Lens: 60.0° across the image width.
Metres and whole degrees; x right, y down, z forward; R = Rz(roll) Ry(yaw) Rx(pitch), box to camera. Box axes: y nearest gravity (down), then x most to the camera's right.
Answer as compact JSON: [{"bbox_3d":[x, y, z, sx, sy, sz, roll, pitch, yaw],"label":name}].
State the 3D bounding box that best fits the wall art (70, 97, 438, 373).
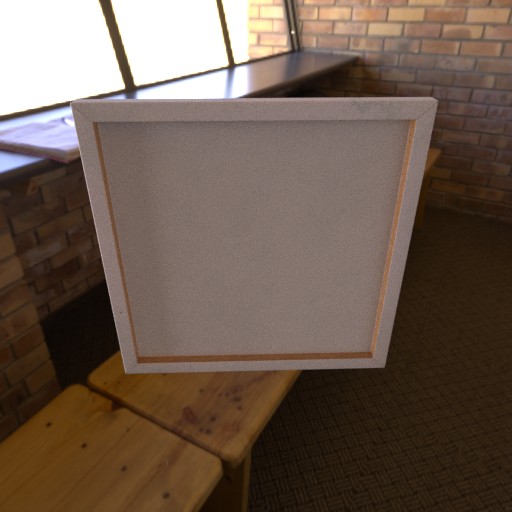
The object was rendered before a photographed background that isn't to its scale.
[{"bbox_3d":[0.000,0.000,1.125,0.762,0.762,0.038,-1,31,-2],"label":"wall art"}]
